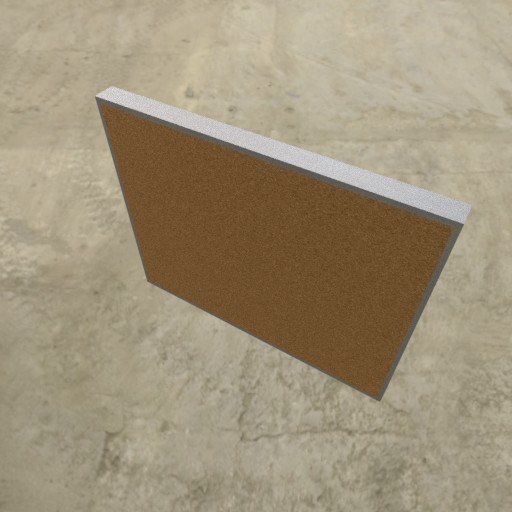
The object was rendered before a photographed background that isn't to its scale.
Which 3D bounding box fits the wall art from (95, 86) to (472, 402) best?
[{"bbox_3d":[0.000,0.000,0.761,0.557,0.450,0.037,24,52,20],"label":"wall art"}]
